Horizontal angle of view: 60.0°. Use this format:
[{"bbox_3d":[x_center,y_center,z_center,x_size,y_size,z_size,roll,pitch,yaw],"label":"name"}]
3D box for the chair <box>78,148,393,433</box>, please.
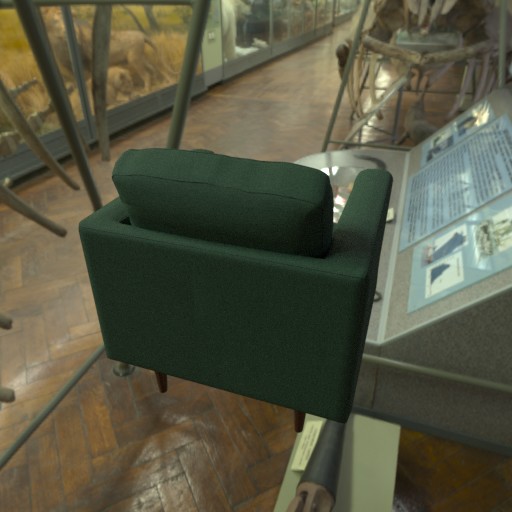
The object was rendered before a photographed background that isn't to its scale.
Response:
[{"bbox_3d":[0.000,0.000,1.604,0.855,0.927,0.800,10,33,16],"label":"chair"}]
